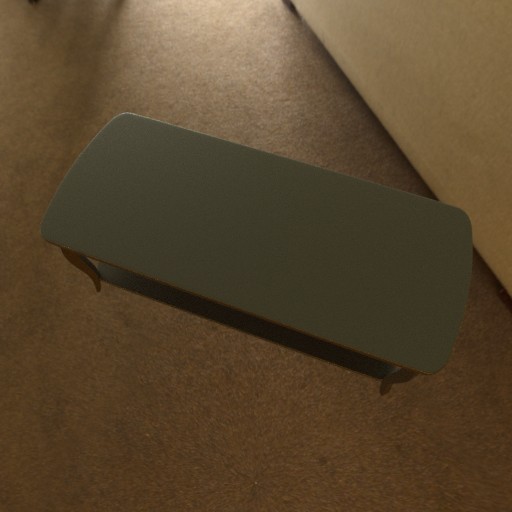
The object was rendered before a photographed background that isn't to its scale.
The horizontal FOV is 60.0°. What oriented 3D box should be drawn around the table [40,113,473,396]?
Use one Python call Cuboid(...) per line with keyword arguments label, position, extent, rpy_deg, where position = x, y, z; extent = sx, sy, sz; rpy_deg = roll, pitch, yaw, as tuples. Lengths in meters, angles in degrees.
Cuboid(label="table", position=(0.000, 0.000, 1.604), extent=(1.333, 0.457, 0.571), rpy_deg=(18, 64, 9))
